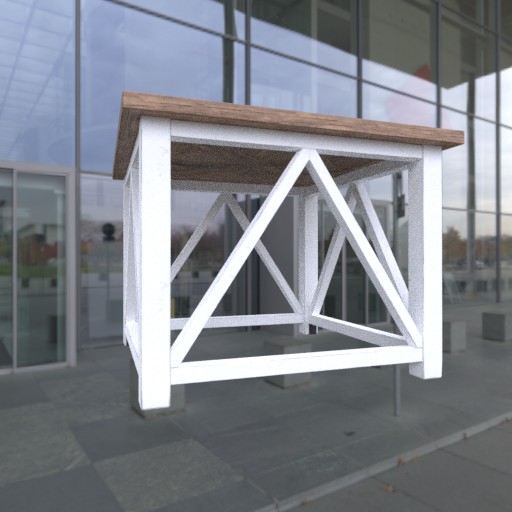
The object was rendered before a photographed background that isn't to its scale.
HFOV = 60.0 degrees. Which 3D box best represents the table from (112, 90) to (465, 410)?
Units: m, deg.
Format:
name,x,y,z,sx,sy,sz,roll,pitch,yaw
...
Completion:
name,x,y,z,sx,sy,sz,roll,pitch,yaw
table,0.000,0.000,1.160,0.700,0.532,0.700,0,0,-19
